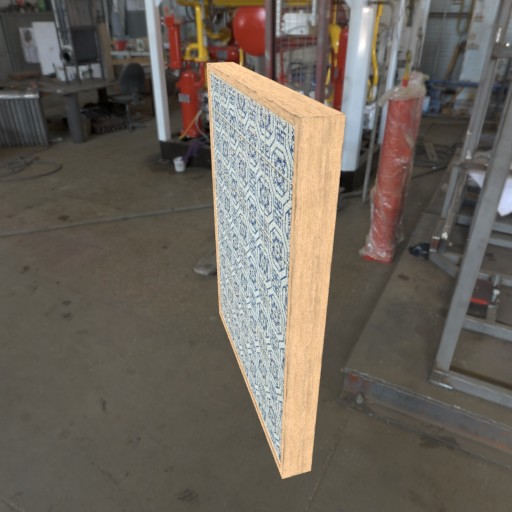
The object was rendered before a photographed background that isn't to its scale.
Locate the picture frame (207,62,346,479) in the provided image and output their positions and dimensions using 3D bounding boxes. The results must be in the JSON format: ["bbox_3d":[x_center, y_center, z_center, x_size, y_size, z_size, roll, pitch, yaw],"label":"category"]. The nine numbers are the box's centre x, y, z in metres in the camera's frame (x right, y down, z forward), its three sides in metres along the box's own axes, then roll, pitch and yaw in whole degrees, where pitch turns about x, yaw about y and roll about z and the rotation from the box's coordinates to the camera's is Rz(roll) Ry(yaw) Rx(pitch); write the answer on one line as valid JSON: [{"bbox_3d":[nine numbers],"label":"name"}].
[{"bbox_3d":[0.000,0.000,0.709,0.046,0.526,0.421,-9,31,-15],"label":"picture frame"}]
